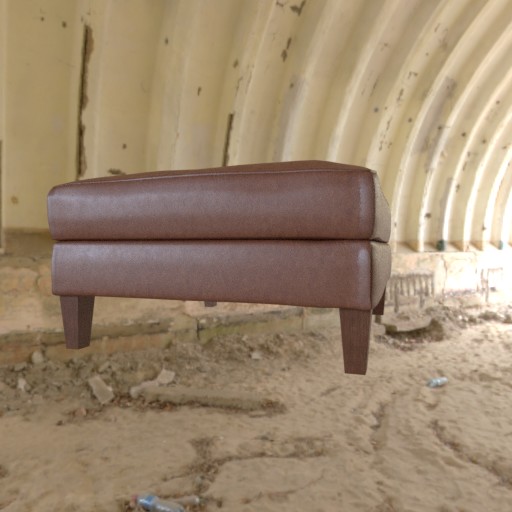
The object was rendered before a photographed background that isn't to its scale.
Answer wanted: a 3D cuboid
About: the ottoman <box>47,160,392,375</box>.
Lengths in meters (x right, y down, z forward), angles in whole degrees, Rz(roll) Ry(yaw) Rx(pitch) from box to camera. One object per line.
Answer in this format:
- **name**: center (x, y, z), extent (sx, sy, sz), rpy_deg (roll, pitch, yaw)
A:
- **ottoman**: center (0.000, 0.000, 1.461), extent (0.836, 0.472, 0.987), rpy_deg (0, 1, 18)
